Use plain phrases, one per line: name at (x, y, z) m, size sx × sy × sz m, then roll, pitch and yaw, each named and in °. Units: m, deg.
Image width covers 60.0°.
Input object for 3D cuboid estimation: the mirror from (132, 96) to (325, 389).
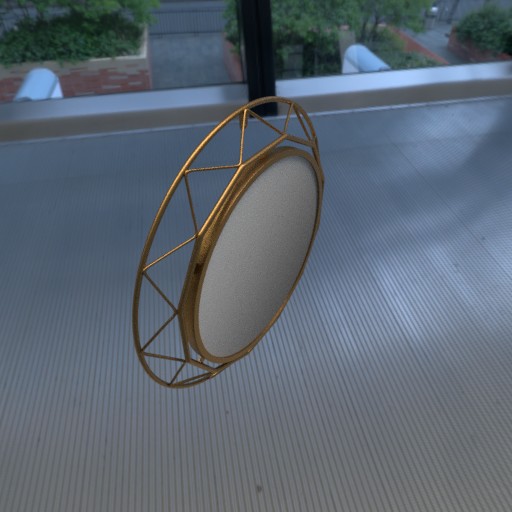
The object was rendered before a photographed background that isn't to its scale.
mirror at (0.000, 0.000, 0.666) m, size 0.043 × 0.454 × 0.454 m, roll 24°, pitch 47°, yaw 25°
